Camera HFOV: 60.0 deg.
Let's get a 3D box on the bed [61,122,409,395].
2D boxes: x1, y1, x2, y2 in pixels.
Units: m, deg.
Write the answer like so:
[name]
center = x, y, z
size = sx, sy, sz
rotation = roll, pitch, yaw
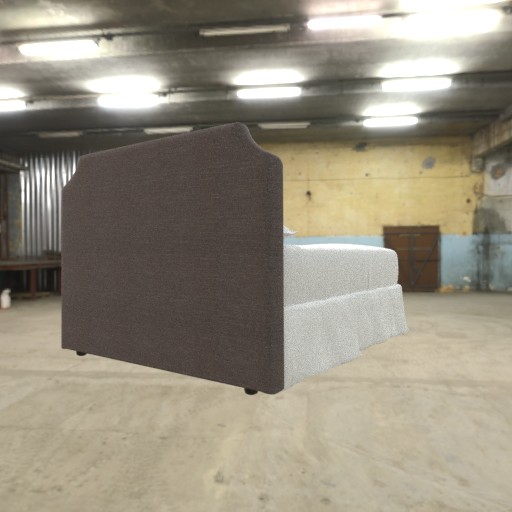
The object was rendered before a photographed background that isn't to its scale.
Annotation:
[bed]
center = 0.000, 0.000, 3.299
size = 1.693, 1.290, 2.116
rotation = 0, 0, 35
